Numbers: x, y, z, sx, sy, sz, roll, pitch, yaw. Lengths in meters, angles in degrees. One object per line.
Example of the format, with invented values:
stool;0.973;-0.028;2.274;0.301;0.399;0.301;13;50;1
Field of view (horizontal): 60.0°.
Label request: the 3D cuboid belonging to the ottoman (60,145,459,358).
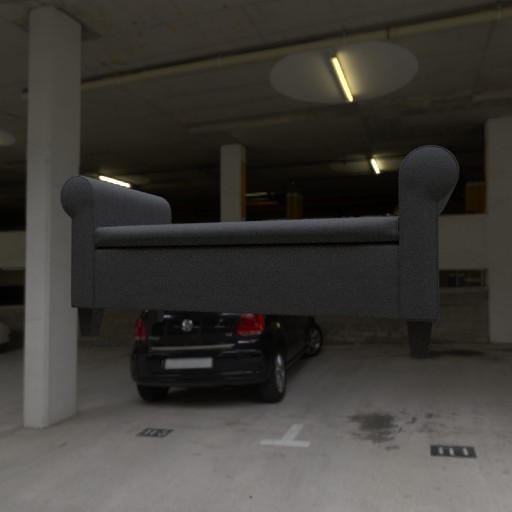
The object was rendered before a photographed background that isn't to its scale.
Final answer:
ottoman;0.000;0.000;1.547;1.256;0.547;0.521;0;-1;20
